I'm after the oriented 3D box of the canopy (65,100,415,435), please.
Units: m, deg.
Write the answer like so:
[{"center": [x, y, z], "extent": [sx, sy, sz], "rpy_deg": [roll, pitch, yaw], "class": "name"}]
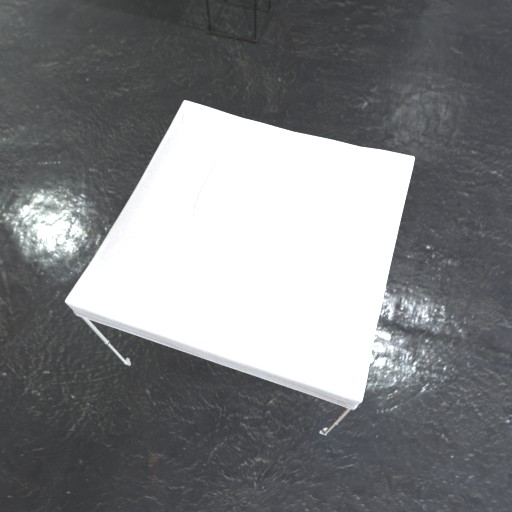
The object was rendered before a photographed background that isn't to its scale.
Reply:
[{"center": [0.000, 0.000, 5.450], "extent": [2.996, 2.997, 2.998], "rpy_deg": [17, 62, 9], "class": "canopy"}]
